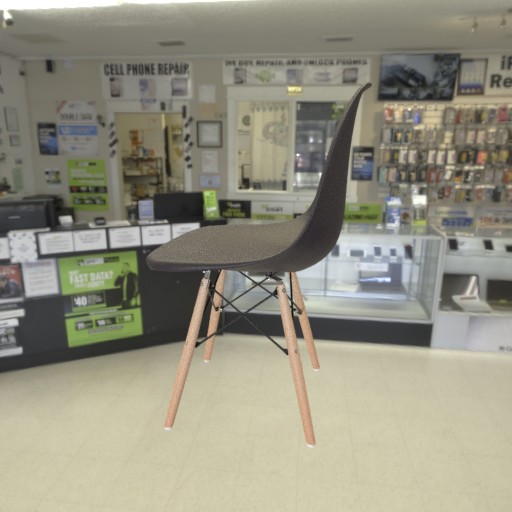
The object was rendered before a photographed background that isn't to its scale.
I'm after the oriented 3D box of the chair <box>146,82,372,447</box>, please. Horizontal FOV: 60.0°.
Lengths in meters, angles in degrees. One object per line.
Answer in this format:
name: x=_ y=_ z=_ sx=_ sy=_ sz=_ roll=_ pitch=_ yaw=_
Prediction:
chair: x=0.000 y=0.000 z=1.157 sx=0.533 sy=0.825 sz=0.470 roll=2 pitch=15 yaw=9
